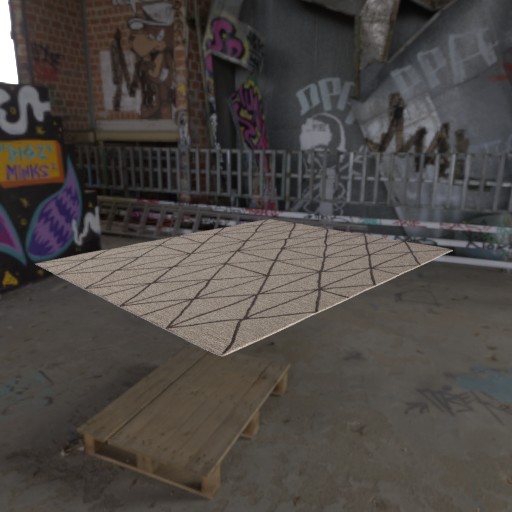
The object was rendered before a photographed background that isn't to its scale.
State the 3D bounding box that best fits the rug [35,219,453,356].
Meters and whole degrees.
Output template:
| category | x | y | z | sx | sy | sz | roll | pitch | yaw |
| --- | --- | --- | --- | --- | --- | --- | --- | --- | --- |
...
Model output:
| category | x | y | z | sx | sy | sz | roll | pitch | yaw |
| --- | --- | --- | --- | --- | --- | --- | --- | --- | --- |
| rug | 0.000 | 0.000 | 4.113 | 2.468 | 0.022 | 3.061 | 14 | 20 | 42 |
